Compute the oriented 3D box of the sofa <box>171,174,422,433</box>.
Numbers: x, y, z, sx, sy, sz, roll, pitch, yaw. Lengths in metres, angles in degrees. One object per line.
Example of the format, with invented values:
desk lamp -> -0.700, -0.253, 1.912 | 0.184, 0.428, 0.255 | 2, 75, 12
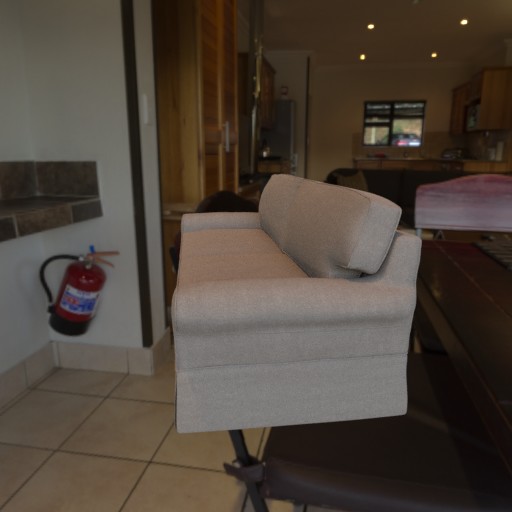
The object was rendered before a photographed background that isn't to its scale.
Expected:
sofa -> 0.000, 0.000, 2.715 | 0.991, 0.943, 2.248 | -2, 13, -8
